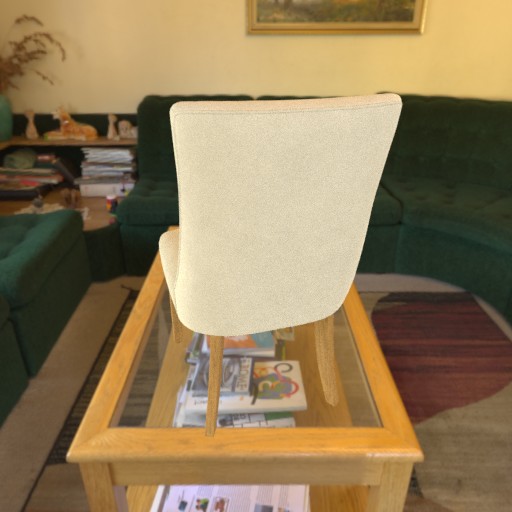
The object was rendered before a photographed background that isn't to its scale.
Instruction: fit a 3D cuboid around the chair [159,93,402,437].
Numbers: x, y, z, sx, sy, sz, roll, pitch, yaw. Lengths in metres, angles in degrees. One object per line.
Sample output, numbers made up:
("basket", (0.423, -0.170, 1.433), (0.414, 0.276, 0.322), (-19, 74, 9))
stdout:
("chair", (0.000, 0.000, 1.248), (0.495, 0.902, 0.610), (-8, 27, -16))
